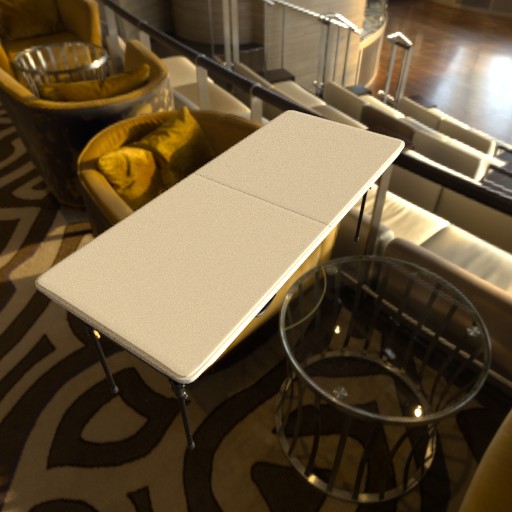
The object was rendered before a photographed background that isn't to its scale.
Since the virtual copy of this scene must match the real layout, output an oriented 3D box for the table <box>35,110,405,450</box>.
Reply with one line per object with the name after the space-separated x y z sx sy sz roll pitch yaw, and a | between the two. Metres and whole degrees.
0.000 0.000 2.259 0.761 0.719 1.829 24 47 25 | table
